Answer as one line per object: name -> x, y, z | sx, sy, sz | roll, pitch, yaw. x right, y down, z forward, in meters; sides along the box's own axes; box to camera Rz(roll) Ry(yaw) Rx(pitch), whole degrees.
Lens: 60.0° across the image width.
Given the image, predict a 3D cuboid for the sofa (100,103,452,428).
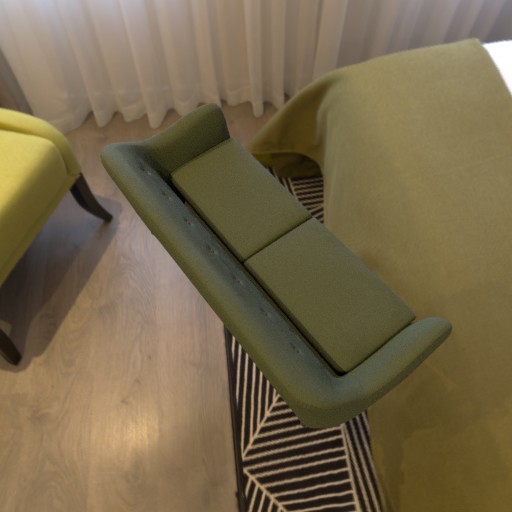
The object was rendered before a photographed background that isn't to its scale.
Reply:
sofa -> 0.000, 0.000, 2.321 | 0.820, 0.836, 1.840 | -33, 65, -18
